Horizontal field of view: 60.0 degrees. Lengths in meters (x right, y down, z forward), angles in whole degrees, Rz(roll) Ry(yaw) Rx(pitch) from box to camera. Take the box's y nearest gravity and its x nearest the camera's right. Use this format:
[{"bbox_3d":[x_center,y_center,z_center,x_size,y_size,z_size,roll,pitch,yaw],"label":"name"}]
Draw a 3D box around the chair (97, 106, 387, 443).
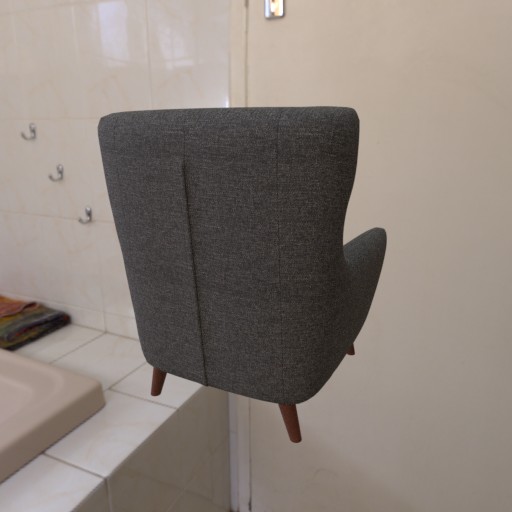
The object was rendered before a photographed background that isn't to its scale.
[{"bbox_3d":[0.000,0.000,1.729,0.878,1.063,0.904,8,17,26],"label":"chair"}]
